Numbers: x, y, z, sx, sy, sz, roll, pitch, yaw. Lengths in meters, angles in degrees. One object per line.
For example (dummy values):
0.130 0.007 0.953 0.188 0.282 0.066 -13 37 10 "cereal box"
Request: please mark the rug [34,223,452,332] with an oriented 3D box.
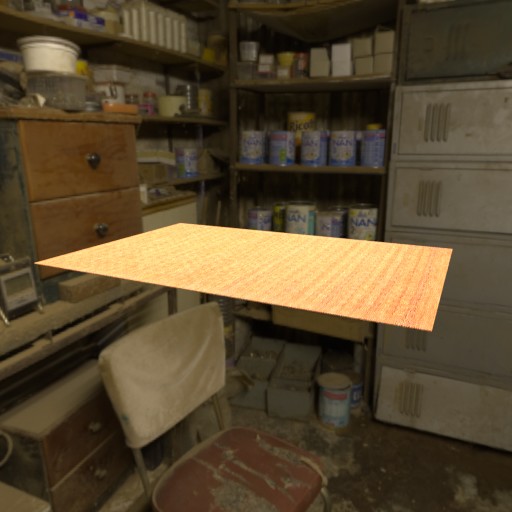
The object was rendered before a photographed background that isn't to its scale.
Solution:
0.000 0.000 2.897 2.285 0.006 1.524 7 16 25 "rug"
